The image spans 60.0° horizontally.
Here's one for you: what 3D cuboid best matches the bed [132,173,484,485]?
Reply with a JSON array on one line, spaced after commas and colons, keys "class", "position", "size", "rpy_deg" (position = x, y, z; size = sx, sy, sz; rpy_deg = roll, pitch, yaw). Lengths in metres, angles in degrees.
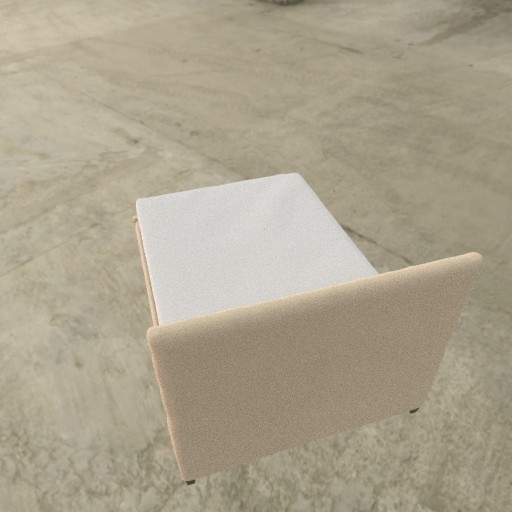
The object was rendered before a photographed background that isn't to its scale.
[{"class": "bed", "position": [0.000, 0.000, 3.320], "size": [1.698, 1.427, 2.387], "rpy_deg": [-12, 42, -13]}]
